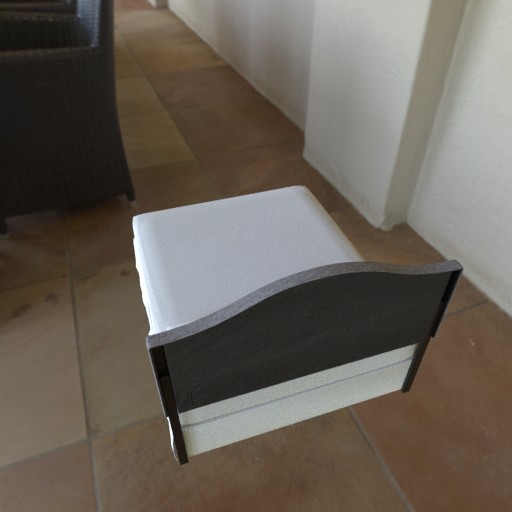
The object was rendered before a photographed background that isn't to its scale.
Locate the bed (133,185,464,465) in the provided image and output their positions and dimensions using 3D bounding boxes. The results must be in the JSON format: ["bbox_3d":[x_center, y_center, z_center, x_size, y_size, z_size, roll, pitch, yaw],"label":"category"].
[{"bbox_3d":[0.000,0.000,2.998,1.610,1.295,1.870,-12,42,-14],"label":"bed"}]
